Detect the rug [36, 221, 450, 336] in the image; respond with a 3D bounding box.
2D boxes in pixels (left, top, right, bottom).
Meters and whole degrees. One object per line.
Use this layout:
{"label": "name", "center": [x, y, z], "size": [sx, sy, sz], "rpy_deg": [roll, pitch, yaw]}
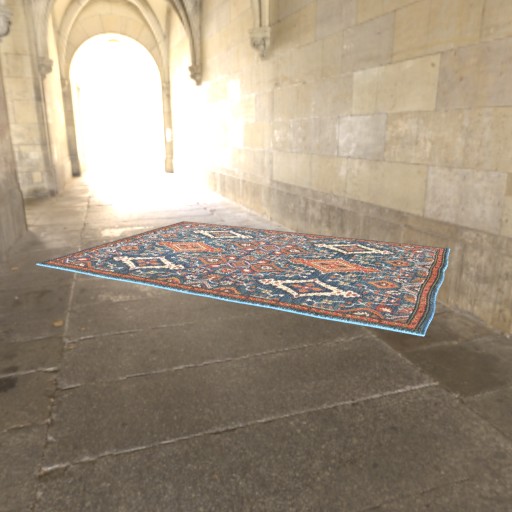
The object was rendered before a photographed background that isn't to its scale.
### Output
{"label": "rug", "center": [0.000, 0.000, 3.023], "size": [2.373, 0.009, 1.622], "rpy_deg": [8, 17, 25]}
